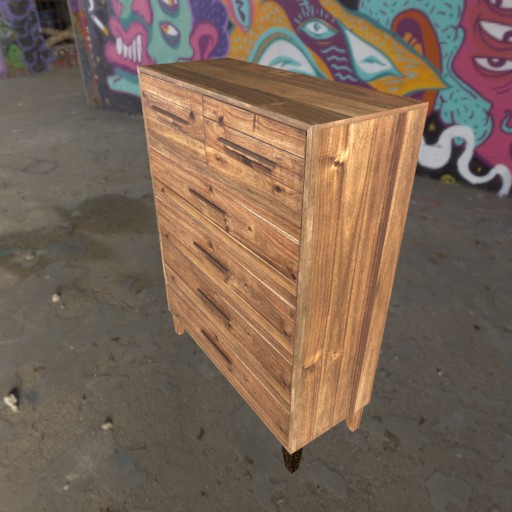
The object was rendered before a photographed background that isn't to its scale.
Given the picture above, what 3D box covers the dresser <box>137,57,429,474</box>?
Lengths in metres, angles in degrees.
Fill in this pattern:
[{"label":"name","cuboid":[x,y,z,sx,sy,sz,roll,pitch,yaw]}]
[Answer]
[{"label":"dresser","cuboid":[0.000,0.000,1.866,0.442,1.393,1.062,-20,37,-29]}]
